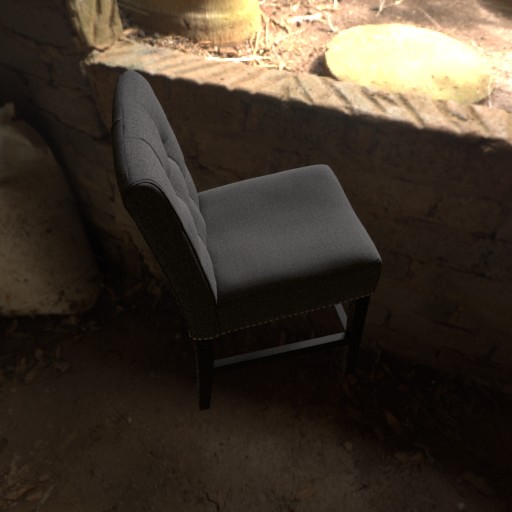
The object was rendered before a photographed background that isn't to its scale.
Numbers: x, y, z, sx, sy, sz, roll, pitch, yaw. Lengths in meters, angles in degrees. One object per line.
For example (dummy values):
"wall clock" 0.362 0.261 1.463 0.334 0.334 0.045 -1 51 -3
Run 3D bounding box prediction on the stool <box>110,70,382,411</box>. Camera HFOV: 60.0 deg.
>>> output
"stool" 0.000 0.000 1.190 0.571 0.885 0.427 -10 48 -9
